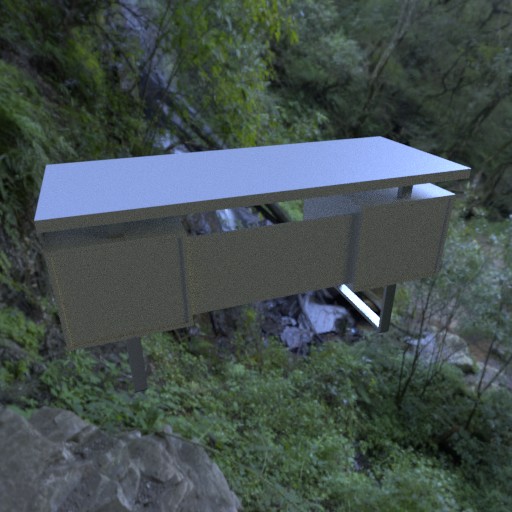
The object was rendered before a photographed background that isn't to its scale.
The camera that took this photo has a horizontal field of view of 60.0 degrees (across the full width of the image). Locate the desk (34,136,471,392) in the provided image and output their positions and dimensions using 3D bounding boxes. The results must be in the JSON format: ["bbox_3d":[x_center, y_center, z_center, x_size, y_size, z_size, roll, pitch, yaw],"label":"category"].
[{"bbox_3d":[0.000,0.000,1.885,1.530,0.773,0.603,-9,29,-18],"label":"desk"}]
